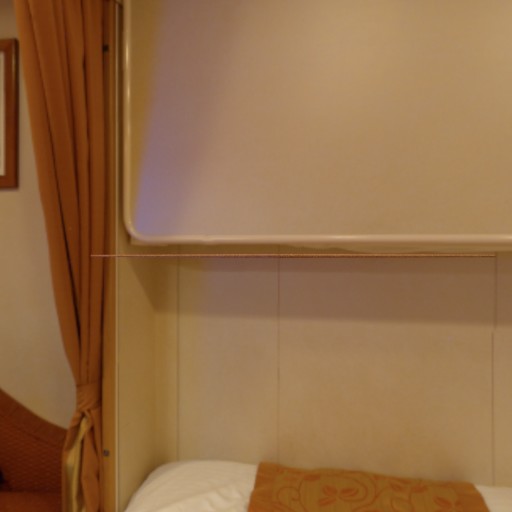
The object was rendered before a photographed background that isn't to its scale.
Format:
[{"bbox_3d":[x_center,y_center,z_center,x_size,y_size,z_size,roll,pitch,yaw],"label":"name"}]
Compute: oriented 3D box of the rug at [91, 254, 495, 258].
[{"bbox_3d":[0.000,0.000,3.006,1.524,0.014,2.438,0,0,-35],"label":"rug"}]
